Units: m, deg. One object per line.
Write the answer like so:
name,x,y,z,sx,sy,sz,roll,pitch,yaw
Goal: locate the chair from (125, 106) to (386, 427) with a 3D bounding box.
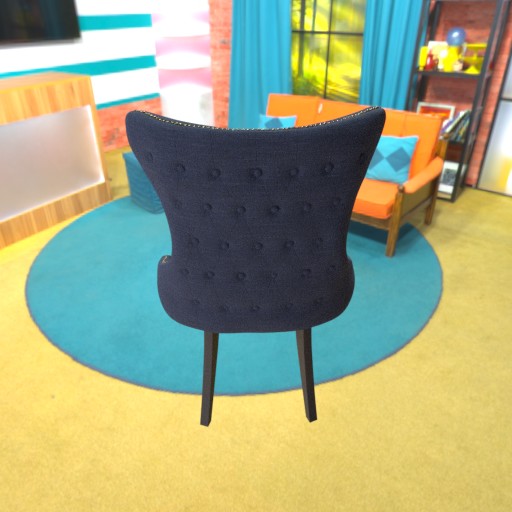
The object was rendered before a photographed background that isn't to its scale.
chair,0.000,0.000,1.376,0.628,0.967,0.635,-1,30,-2
